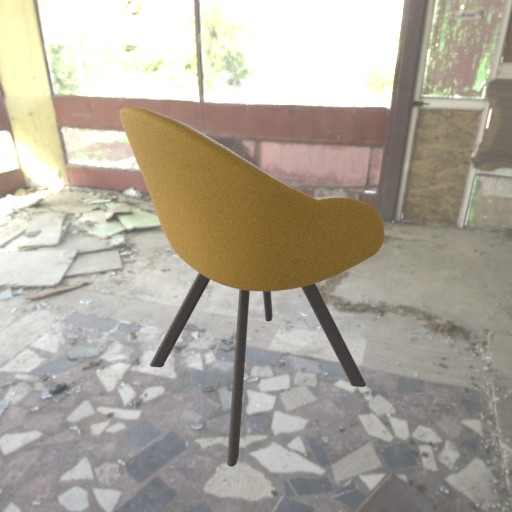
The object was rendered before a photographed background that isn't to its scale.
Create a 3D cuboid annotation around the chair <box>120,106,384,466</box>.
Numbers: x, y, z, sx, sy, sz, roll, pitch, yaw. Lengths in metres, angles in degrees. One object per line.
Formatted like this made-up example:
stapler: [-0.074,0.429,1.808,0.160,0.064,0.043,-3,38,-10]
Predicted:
chair: [0.000,0.000,1.176,0.583,0.793,0.551,-18,31,-32]
